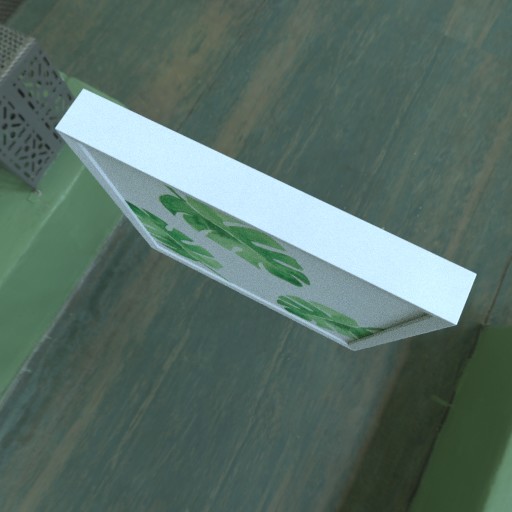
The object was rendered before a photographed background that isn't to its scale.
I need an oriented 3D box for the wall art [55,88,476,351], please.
[{"bbox_3d":[0.000,0.000,0.450,0.305,0.305,0.038,26,76,7],"label":"wall art"}]
